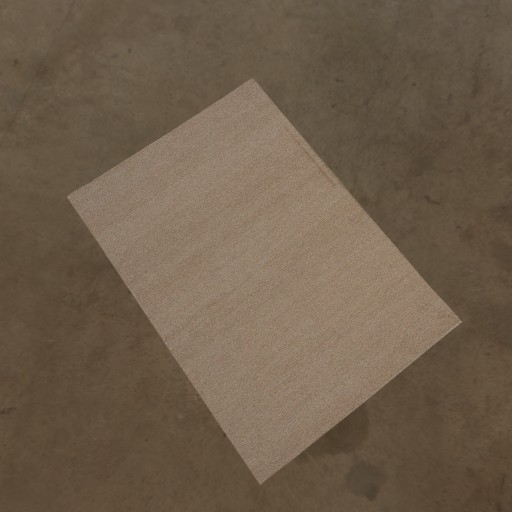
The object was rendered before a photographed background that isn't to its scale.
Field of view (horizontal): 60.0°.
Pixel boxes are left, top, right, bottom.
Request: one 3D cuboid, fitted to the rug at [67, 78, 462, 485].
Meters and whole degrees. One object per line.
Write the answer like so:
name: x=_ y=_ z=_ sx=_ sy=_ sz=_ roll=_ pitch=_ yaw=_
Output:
rug: x=0.000 y=0.000 z=3.724 sx=2.032 sy=0.038 sz=2.869 roll=-35 pitch=77 yaw=-9
